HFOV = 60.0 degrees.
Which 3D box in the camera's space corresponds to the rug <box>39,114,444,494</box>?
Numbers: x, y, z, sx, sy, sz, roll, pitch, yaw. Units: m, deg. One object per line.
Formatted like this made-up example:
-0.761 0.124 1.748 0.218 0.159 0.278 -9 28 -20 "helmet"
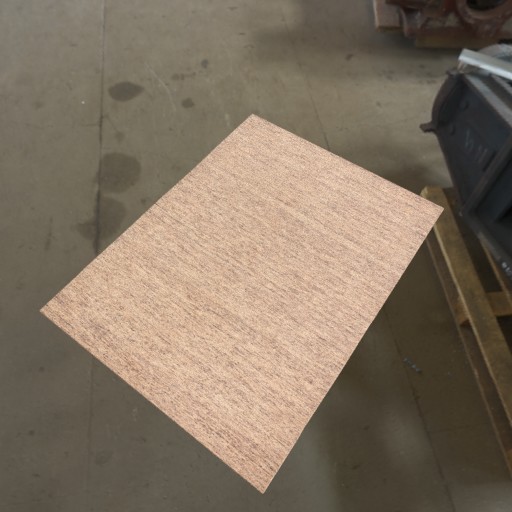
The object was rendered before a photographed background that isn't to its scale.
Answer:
0.000 0.000 4.248 2.448 0.013 3.205 32 63 18 "rug"
